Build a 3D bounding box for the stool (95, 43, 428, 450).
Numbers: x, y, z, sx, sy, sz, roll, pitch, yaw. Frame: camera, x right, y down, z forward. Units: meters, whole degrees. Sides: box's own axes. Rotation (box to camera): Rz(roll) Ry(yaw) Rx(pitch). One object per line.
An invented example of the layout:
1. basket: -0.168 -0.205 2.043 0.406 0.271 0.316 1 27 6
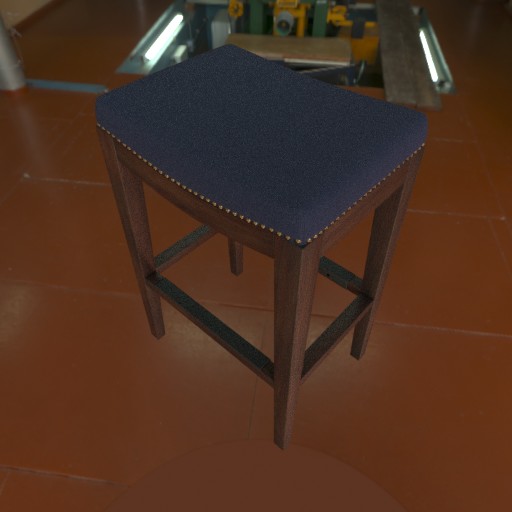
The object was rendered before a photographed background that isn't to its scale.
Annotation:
1. stool: 0.000 0.000 1.009 0.498 0.740 0.358 33 54 28
